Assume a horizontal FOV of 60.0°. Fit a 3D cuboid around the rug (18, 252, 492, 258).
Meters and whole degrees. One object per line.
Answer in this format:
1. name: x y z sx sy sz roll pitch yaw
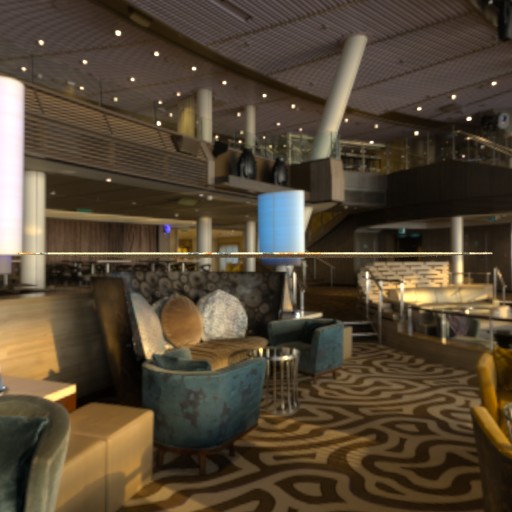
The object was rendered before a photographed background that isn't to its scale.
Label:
1. rug: 0.000 0.000 4.048 3.048 0.010 2.439 0 -1 1
